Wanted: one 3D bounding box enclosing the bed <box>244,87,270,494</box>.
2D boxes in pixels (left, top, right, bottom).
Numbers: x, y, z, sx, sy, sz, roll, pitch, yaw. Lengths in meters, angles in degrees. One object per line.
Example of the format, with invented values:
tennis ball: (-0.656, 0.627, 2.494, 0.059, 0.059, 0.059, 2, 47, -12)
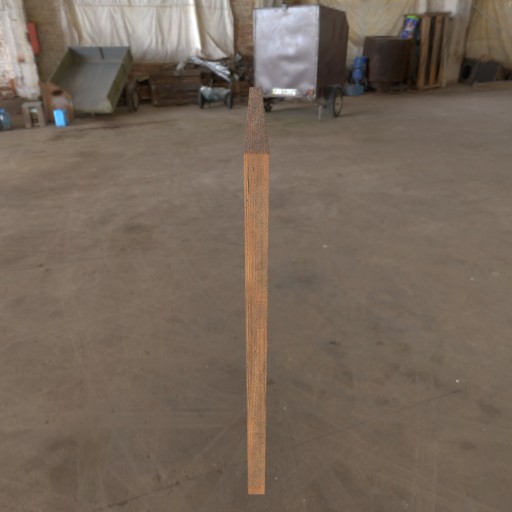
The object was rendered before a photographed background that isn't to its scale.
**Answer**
bed: (0.000, 0.000, 1.472, 0.046, 0.942, 1.046, 0, 27, 0)
